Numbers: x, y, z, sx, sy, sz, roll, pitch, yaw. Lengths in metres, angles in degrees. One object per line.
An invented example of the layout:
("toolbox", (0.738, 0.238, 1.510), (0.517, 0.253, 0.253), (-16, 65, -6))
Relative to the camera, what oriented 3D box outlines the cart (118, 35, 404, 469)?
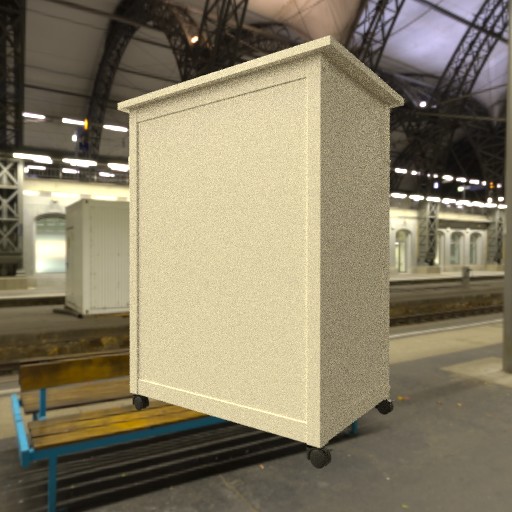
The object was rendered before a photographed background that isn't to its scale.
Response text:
("cart", (0.000, 0.000, 1.244), (0.683, 0.864, 0.442), (0, 1, 36))
